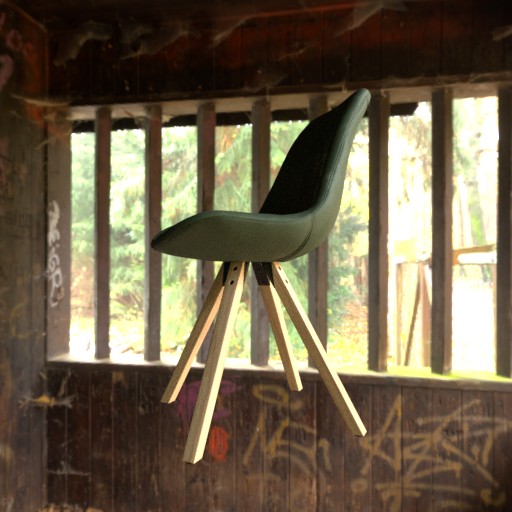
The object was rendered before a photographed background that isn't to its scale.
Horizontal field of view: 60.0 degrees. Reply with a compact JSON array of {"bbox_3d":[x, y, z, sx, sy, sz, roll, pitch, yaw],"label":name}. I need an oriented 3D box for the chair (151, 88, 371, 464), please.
[{"bbox_3d":[0.000,0.000,1.187,0.547,0.865,0.483,0,0,-18],"label":"chair"}]
